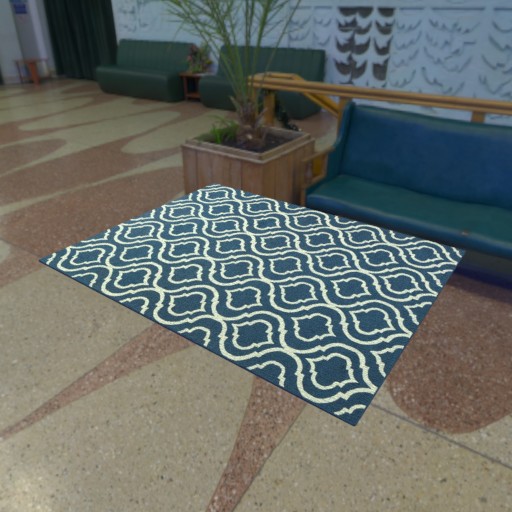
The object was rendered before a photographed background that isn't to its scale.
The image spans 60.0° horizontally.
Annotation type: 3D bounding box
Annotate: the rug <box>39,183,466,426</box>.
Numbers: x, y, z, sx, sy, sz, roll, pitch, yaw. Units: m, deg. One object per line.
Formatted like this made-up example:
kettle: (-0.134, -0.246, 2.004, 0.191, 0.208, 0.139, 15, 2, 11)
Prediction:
rug: (0.000, 0.000, 3.795, 2.881, 0.020, 2.270, 20, 35, 31)
